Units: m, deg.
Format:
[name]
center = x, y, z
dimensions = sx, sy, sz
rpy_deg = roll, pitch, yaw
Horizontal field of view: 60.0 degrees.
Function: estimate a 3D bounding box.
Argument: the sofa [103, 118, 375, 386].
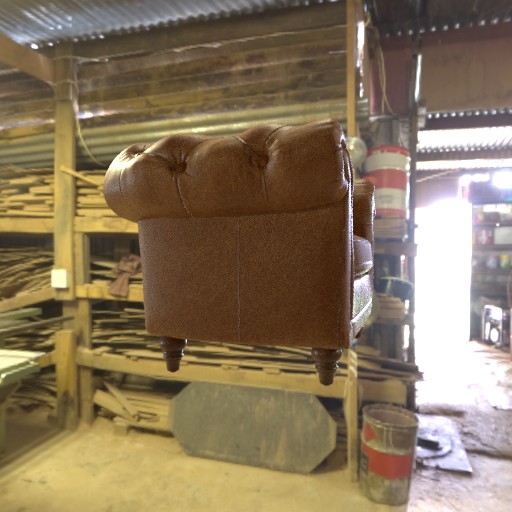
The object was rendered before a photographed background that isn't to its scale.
[sofa]
center = 0.000, 0.000, 2.068
dimensions = 1.033, 0.878, 1.405
rpy_deg = 0, 1, 19
